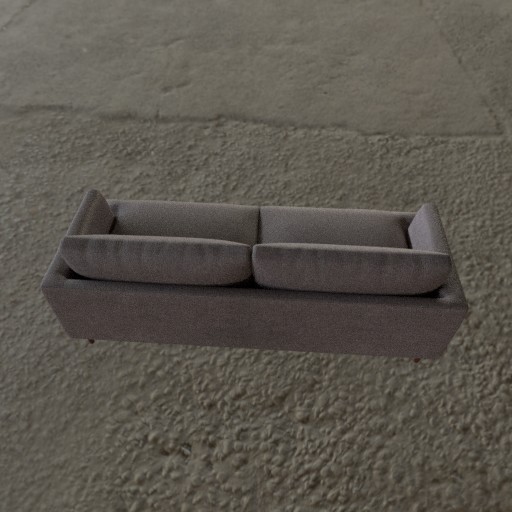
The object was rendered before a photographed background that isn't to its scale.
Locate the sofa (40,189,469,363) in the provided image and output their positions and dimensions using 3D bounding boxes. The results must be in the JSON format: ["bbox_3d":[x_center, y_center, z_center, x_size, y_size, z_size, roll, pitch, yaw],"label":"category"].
[{"bbox_3d":[0.000,0.000,2.784,2.250,0.868,1.020,3,48,3],"label":"sofa"}]
